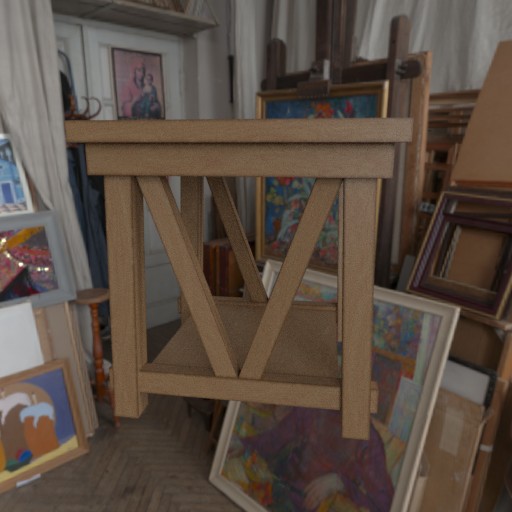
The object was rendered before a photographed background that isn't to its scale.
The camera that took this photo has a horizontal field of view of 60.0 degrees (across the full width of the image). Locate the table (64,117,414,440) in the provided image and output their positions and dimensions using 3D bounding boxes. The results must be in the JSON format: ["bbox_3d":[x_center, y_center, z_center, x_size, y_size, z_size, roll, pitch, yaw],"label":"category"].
[{"bbox_3d":[0.000,0.000,1.131,0.612,0.638,0.610,2,14,9],"label":"table"}]
